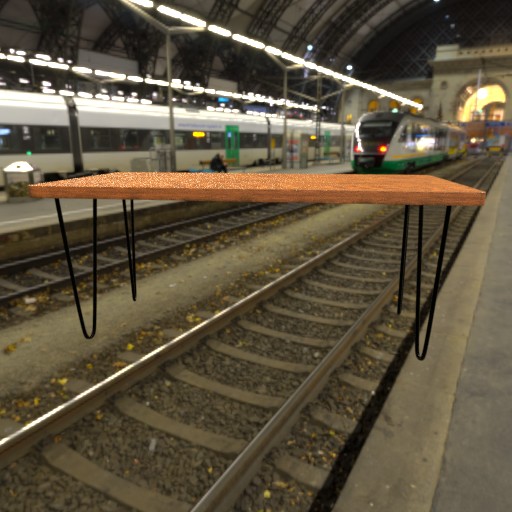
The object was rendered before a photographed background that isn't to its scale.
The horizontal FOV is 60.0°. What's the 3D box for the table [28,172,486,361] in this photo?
[{"bbox_3d":[0.000,0.000,2.212,1.791,0.753,0.883,2,14,8],"label":"table"}]
